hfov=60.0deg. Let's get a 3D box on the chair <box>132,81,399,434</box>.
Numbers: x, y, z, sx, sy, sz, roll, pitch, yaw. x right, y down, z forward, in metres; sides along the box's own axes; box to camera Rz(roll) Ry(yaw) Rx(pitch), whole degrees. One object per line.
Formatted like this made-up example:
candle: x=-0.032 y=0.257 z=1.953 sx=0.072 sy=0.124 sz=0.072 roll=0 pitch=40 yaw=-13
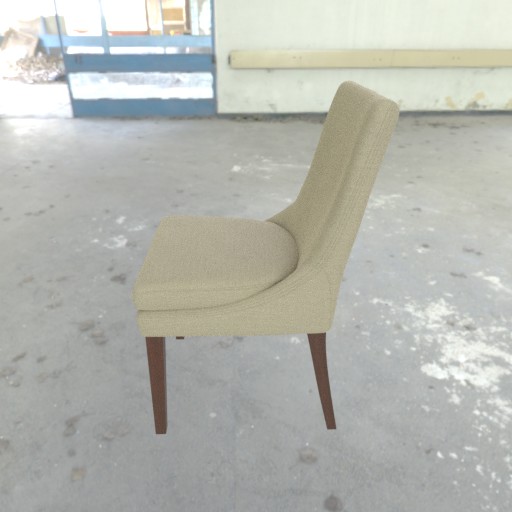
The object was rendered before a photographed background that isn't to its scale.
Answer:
chair: x=0.000 y=0.000 z=1.323 sx=0.638 sy=0.940 sz=0.515 roll=-1 pitch=27 yaw=-1
